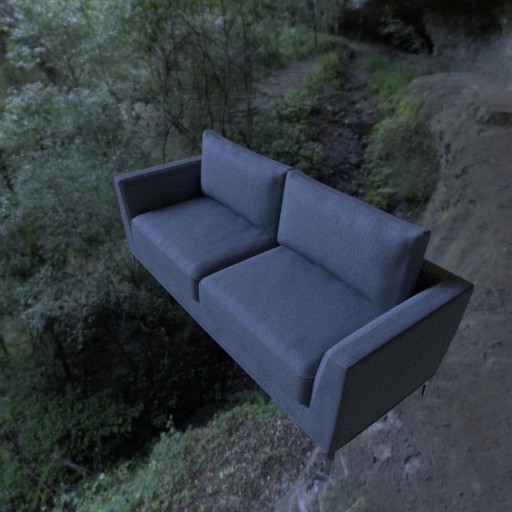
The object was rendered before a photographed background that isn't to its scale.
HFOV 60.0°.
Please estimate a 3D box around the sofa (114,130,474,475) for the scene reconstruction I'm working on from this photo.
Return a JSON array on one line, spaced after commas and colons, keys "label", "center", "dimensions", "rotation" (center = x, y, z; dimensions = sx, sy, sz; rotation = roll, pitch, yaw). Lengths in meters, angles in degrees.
[{"label": "sofa", "center": [0.000, 0.000, 2.675], "dimensions": [0.869, 1.002, 2.212], "rotation": [-22, 39, -30]}]
